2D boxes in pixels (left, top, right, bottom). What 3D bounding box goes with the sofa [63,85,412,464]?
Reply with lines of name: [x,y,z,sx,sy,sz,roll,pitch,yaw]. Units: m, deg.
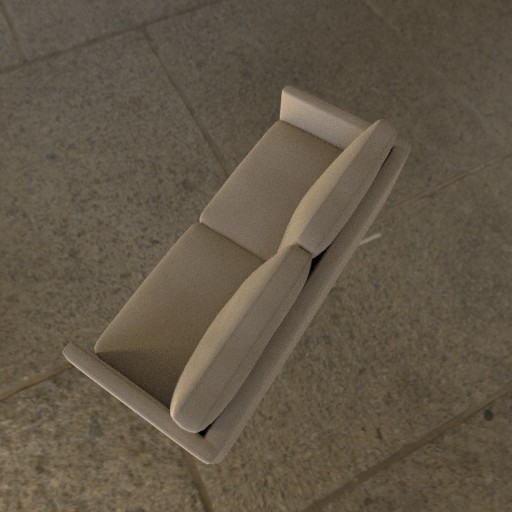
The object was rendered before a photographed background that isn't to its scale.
sofa: [0.000,0.000,2.703,0.948,0.932,2.181,31,69,13]
